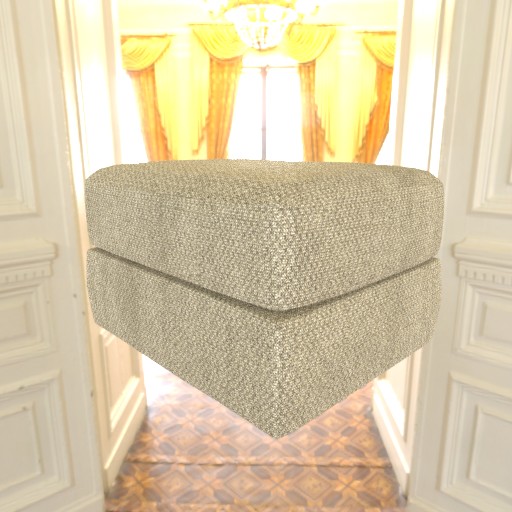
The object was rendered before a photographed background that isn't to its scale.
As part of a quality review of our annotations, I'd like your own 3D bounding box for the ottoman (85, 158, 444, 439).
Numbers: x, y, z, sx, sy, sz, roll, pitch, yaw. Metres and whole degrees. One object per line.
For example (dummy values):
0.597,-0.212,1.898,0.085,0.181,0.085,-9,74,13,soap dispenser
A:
0.000,0.000,1.138,0.603,0.476,0.751,-13,20,-42,ottoman
